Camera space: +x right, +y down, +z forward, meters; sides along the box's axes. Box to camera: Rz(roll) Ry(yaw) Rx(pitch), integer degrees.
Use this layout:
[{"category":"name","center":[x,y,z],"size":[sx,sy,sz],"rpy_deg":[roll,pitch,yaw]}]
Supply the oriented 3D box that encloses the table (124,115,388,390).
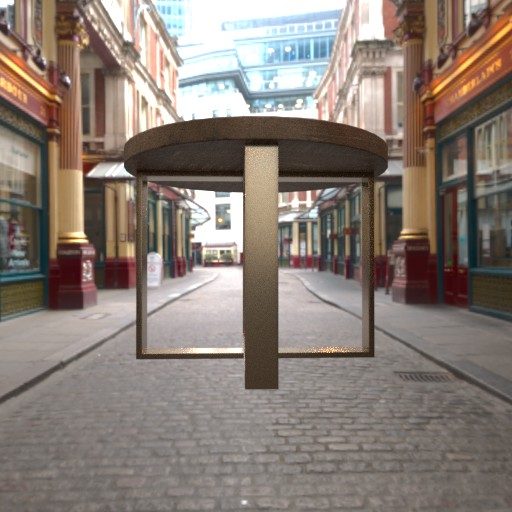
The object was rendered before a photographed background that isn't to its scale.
[{"category":"table","center":[0.000,0.000,0.974],"size":[0.557,0.437,0.557],"rpy_deg":[0,-1,0]}]
